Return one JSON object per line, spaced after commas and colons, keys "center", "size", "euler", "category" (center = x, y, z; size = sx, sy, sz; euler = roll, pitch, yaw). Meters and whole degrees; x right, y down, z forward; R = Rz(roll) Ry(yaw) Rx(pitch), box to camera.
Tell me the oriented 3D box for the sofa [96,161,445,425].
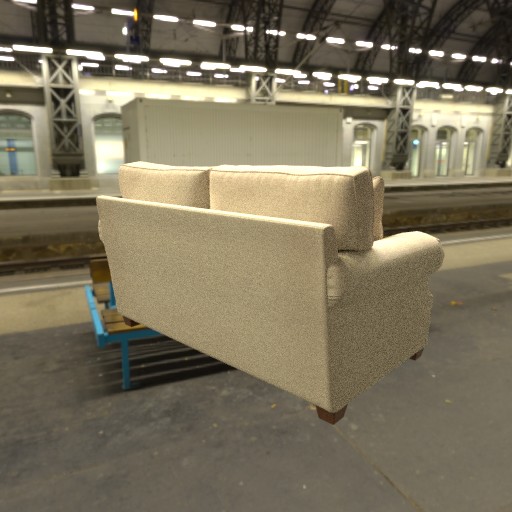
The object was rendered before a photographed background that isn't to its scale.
{"center": [0.000, 0.000, 2.338], "size": [1.701, 0.966, 0.966], "euler": [12, 18, 42], "category": "sofa"}
